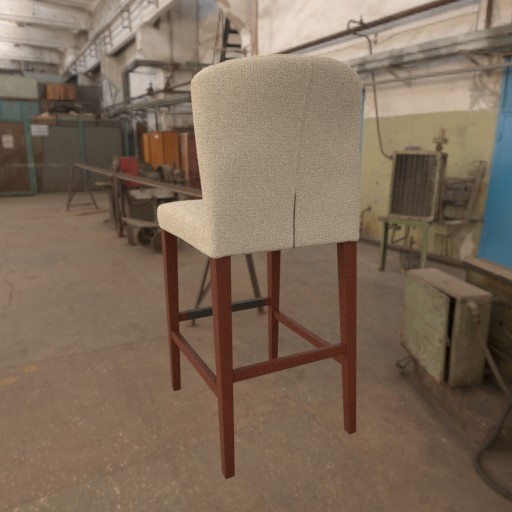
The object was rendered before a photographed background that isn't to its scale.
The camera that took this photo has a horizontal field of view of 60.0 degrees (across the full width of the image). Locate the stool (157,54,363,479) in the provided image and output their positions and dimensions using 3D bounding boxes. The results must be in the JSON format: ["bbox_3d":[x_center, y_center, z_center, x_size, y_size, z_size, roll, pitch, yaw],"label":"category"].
[{"bbox_3d":[0.000,0.000,1.372,0.481,1.069,0.568,-7,16,-26],"label":"stool"}]
